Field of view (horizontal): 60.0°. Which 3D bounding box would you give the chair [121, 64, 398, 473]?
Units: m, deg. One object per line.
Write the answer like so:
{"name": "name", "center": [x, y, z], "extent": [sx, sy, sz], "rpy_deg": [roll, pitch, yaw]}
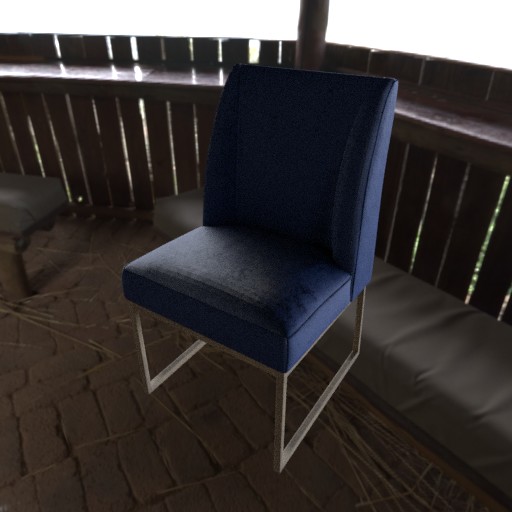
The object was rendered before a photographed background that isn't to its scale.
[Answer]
{"name": "chair", "center": [0.000, 0.000, 1.177], "extent": [0.508, 0.863, 0.522], "rpy_deg": [19, 36, 28]}
